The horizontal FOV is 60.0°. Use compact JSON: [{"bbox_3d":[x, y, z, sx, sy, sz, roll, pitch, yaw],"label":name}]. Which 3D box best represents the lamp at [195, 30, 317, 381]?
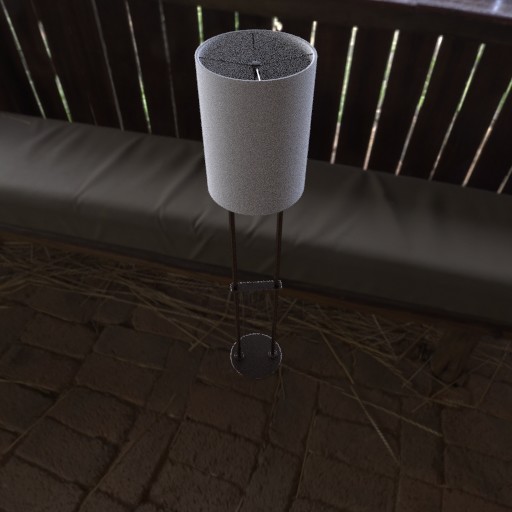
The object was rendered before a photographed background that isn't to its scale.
[{"bbox_3d":[0.000,0.000,1.663,0.306,1.500,0.305,-3,47,-3],"label":"lamp"}]
